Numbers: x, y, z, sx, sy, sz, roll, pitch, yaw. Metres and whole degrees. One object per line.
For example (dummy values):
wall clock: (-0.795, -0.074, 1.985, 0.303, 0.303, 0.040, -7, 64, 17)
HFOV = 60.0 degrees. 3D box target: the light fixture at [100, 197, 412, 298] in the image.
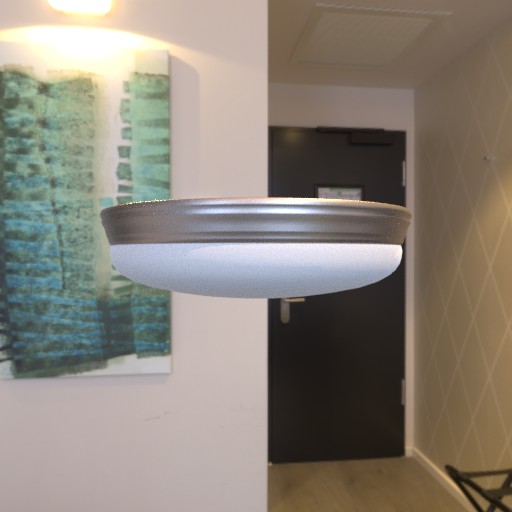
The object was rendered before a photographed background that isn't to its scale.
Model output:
light fixture: (0.000, 0.000, 0.554, 0.368, 0.100, 0.368, 0, 0, 0)
